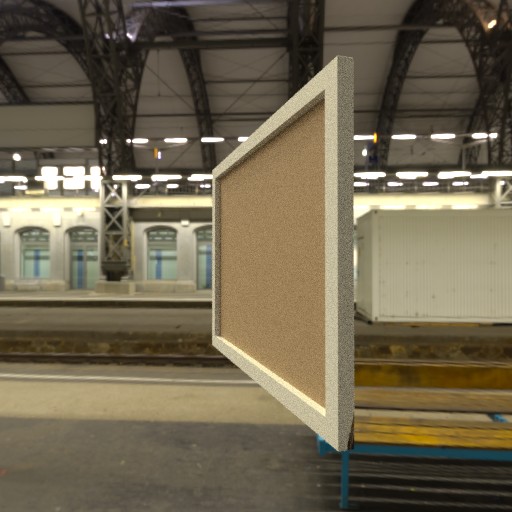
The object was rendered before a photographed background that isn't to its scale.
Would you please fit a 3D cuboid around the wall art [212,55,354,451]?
[{"bbox_3d":[0.000,0.000,1.406,0.038,0.767,1.144,0,-1,-18],"label":"wall art"}]
